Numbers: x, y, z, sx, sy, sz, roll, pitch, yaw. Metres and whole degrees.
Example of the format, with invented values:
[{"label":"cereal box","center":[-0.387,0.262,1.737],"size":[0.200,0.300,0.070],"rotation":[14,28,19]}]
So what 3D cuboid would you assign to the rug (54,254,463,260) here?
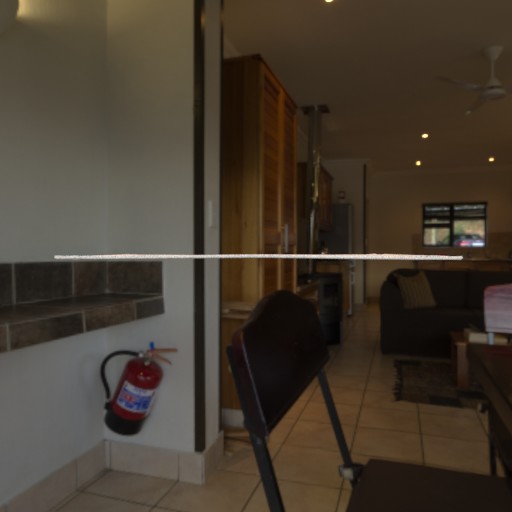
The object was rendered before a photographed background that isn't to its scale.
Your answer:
[{"label":"rug","center":[0.000,0.000,2.878],"size":[1.624,0.030,2.264],"rotation":[0,0,-1]}]
